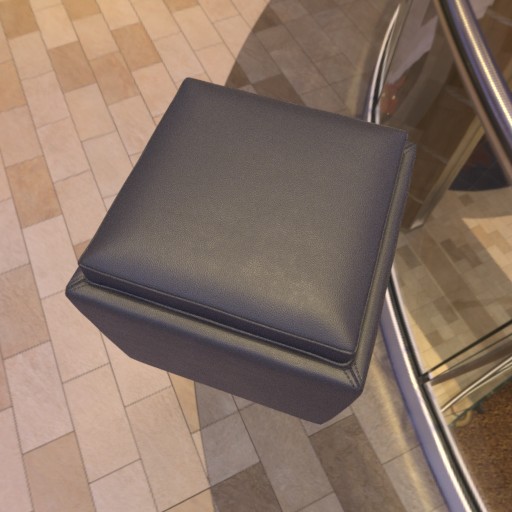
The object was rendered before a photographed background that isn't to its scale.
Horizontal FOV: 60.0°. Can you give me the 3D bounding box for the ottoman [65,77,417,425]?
[{"bbox_3d":[0.000,0.000,0.825,0.451,0.460,0.450,17,64,8],"label":"ottoman"}]
